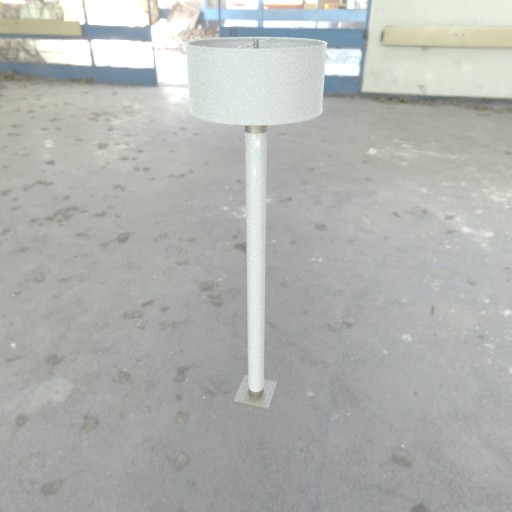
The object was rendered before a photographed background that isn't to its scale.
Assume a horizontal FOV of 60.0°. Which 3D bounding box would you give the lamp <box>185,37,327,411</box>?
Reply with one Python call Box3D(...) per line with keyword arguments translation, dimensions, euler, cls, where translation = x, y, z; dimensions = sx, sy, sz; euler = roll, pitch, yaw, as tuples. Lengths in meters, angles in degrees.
Box3D(translation=(0.000, 0.000, 1.672), dimensions=(0.420, 1.475, 0.420), euler=(8, 31, 14), cls="lamp")
